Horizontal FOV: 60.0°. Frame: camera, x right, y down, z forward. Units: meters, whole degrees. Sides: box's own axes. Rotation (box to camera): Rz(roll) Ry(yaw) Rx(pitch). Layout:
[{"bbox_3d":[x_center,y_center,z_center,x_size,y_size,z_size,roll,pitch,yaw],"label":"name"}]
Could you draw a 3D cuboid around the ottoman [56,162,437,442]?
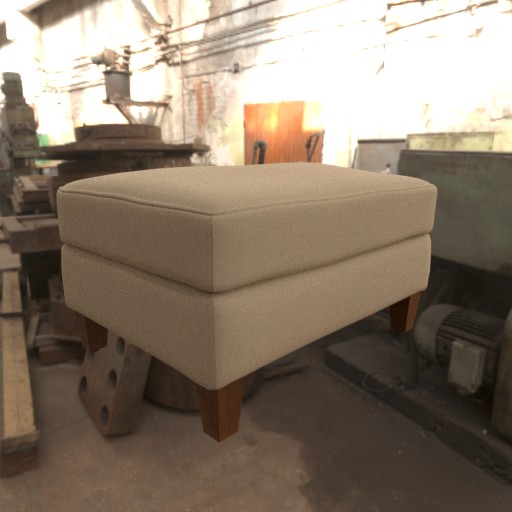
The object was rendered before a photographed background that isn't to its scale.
[{"bbox_3d":[0.000,0.000,1.187,0.634,0.485,0.818,13,19,43],"label":"ottoman"}]
